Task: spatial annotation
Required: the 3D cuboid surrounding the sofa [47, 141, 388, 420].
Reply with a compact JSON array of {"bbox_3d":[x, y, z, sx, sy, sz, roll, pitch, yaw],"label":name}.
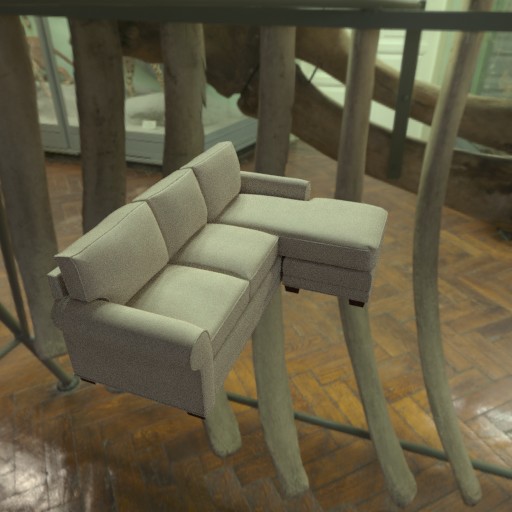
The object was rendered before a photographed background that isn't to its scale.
[{"bbox_3d":[0.000,0.000,2.379,1.226,0.734,1.770,11,33,17],"label":"sofa"}]
